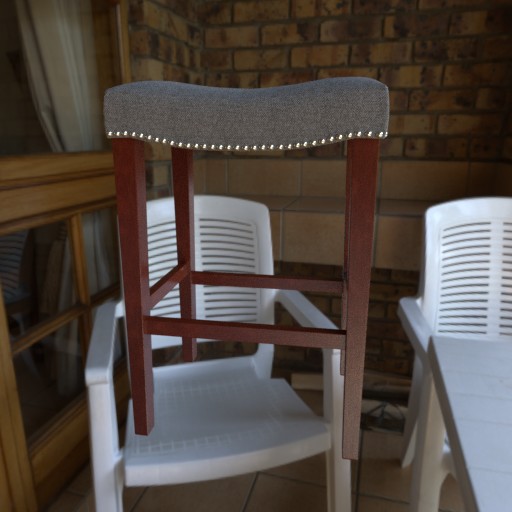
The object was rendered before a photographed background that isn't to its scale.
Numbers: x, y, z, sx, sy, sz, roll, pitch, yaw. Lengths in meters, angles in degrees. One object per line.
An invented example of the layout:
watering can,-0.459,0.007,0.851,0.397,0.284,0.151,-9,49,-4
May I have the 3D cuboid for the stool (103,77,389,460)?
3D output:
stool,0.000,0.000,1.009,0.504,0.742,0.372,3,16,9
